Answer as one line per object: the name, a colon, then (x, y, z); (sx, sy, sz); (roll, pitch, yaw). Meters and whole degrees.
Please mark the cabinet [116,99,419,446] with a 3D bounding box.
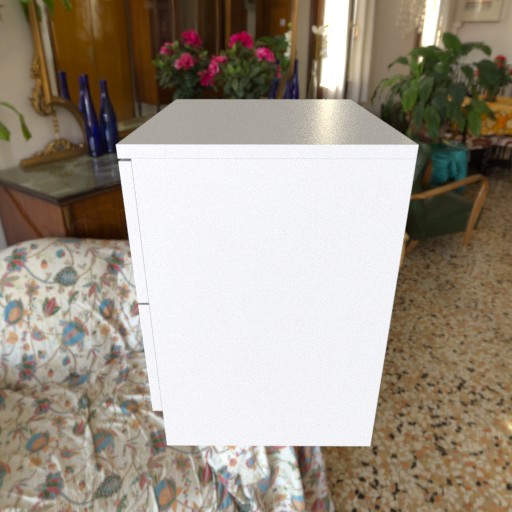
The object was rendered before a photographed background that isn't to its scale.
cabinet: (0.000, 0.000, 0.771); (0.360, 0.470, 0.400); (0, 26, 0)
